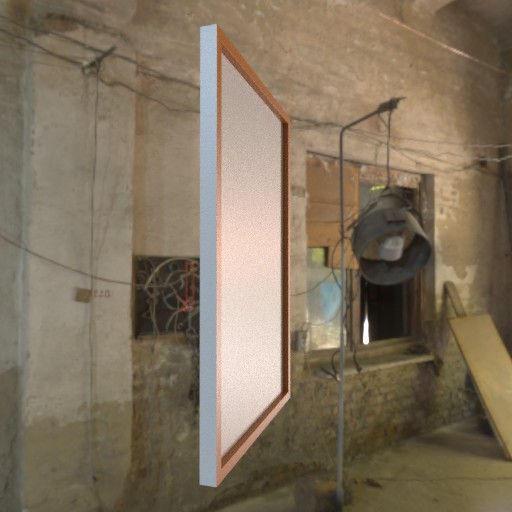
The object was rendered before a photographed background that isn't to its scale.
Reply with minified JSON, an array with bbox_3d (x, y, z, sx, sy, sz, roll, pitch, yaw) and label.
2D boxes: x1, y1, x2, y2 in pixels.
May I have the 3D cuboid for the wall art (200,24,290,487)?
[{"bbox_3d":[0.000,0.000,1.169,0.037,0.916,0.610,0,-1,18],"label":"wall art"}]
